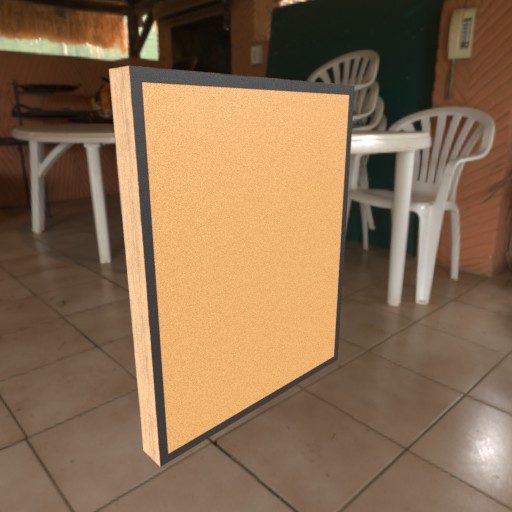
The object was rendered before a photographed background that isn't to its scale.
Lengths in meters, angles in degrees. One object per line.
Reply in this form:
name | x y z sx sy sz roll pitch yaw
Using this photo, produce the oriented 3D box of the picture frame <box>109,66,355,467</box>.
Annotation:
picture frame | 0.000 0.000 0.706 0.421 0.526 0.046 -16 23 -42
